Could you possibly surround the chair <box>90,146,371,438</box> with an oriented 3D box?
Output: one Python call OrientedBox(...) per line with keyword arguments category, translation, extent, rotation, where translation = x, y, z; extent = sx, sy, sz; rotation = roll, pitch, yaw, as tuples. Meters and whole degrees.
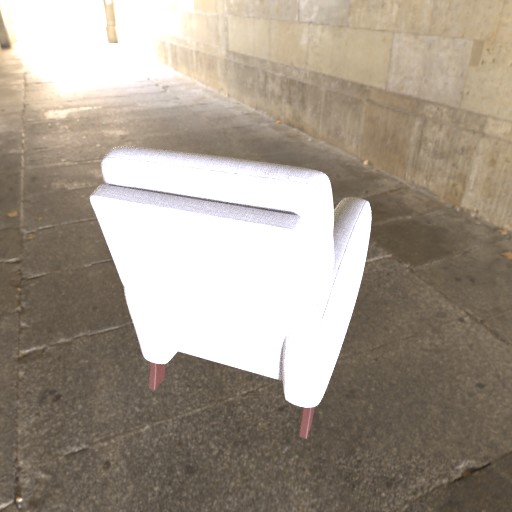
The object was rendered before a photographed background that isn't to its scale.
OrientedBox(category="chair", translation=(0.000, 0.000, 1.704), extent=(0.762, 0.990, 0.990), rotation=(11, 32, 18))
